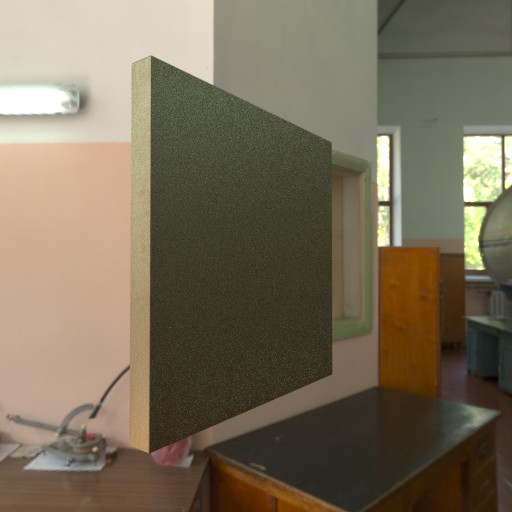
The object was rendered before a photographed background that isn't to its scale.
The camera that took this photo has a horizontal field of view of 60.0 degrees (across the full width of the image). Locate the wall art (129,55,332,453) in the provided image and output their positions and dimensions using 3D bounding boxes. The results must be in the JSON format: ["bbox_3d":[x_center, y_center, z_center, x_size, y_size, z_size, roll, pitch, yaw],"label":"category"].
[{"bbox_3d":[0.000,0.000,0.775,0.040,0.506,0.503,-1,-1,37],"label":"wall art"}]
